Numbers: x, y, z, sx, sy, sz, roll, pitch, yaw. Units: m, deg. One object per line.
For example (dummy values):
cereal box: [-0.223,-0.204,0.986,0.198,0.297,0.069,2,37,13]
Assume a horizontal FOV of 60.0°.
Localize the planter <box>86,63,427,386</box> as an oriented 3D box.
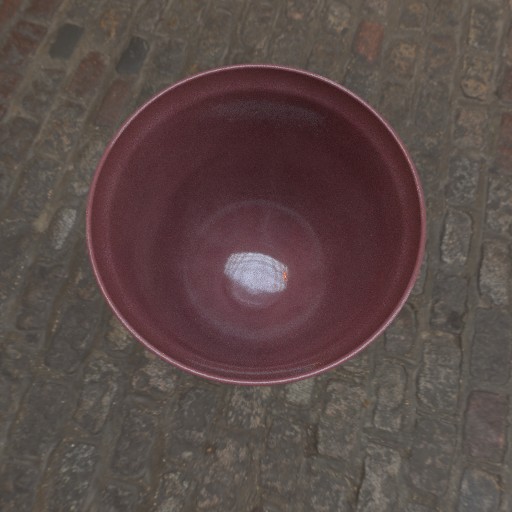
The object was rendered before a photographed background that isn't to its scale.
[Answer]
planter: [0.000,0.000,0.356,0.195,0.214,0.195,0,75,0]
